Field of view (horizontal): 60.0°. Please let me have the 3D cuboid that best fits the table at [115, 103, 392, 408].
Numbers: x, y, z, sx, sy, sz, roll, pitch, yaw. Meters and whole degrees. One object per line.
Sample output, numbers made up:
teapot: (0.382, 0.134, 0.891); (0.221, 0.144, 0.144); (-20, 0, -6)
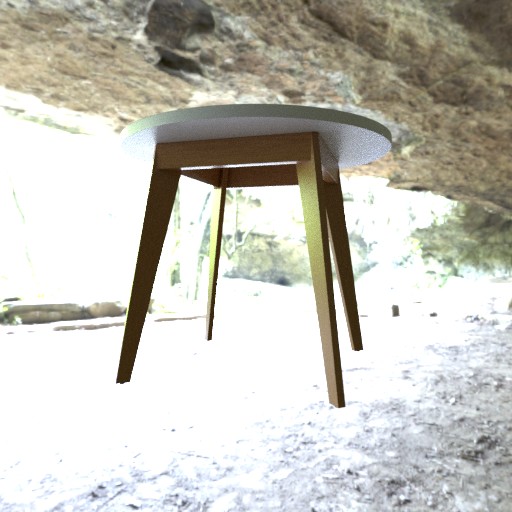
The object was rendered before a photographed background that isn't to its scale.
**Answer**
table: (0.000, 0.000, 1.536); (0.896, 0.762, 0.896); (0, 1, 0)
